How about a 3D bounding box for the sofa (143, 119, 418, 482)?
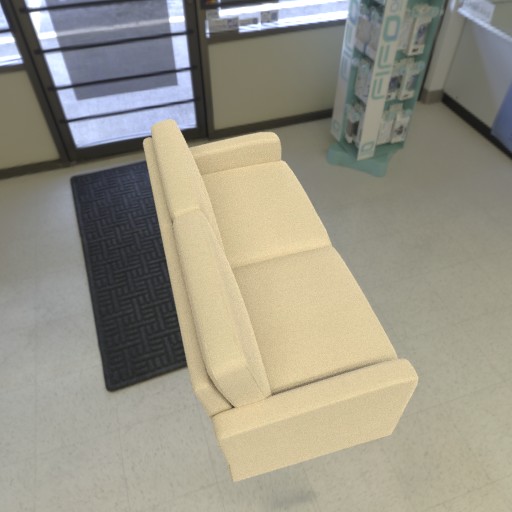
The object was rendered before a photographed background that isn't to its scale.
[{"bbox_3d":[0.000,0.000,2.294,0.894,0.831,1.808,-12,48,-11],"label":"sofa"}]
